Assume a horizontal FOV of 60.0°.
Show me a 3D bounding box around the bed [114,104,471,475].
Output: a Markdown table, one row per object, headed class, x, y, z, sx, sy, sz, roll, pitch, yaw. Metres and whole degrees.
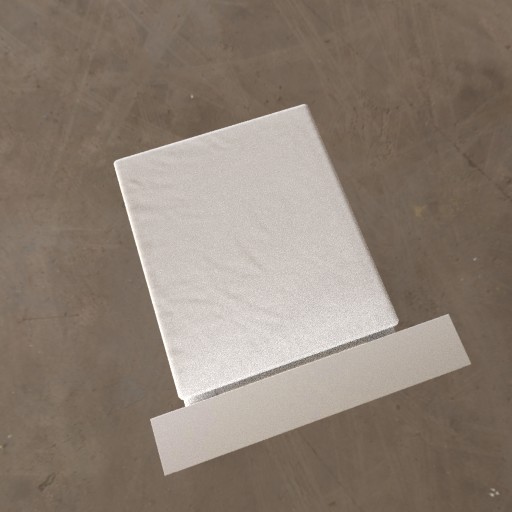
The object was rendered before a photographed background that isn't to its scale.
| class | x | y | z | sx | sy | sz | roll | pitch | yaw |
| --- | --- | --- | --- | --- | --- | --- | --- | --- | --- |
| bed | 0.000 | 0.000 | 3.054 | 1.671 | 1.092 | 2.133 | -18 | 75 | -5 |
